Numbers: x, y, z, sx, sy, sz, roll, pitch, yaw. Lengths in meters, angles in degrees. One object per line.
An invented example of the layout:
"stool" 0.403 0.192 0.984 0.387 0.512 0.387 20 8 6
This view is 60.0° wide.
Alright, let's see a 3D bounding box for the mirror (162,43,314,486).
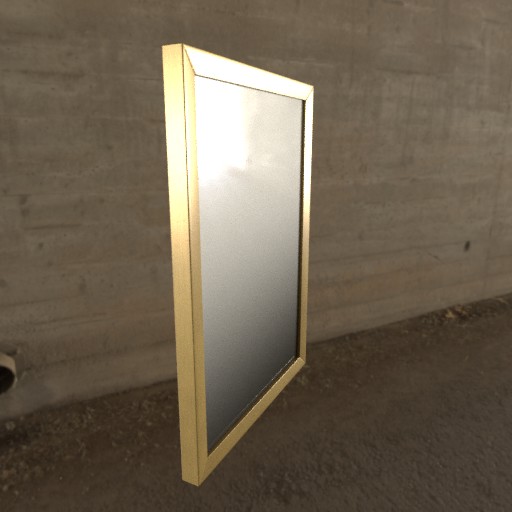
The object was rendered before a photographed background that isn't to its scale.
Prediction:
"mirror" 0.000 0.000 0.911 0.040 0.710 0.507 7 16 27
